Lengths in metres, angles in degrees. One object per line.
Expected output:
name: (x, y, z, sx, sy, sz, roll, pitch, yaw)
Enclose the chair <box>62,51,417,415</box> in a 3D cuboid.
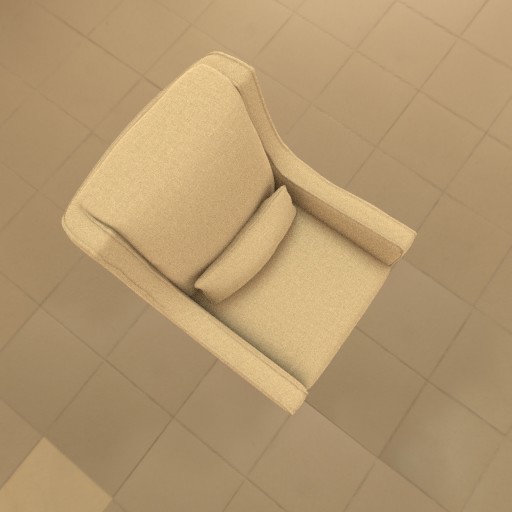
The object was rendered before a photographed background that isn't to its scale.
chair: (0.000, 0.000, 1.605, 0.879, 0.993, 0.732, 36, 79, 8)
